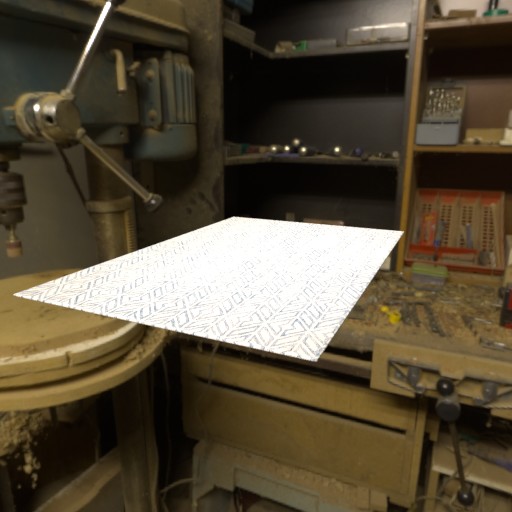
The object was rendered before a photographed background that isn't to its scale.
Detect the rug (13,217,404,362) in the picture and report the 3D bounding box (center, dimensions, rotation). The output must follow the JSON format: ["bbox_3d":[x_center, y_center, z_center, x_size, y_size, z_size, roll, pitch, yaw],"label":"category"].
[{"bbox_3d":[0.000,0.000,2.262,1.220,0.008,1.824,7,17,24],"label":"rug"}]
